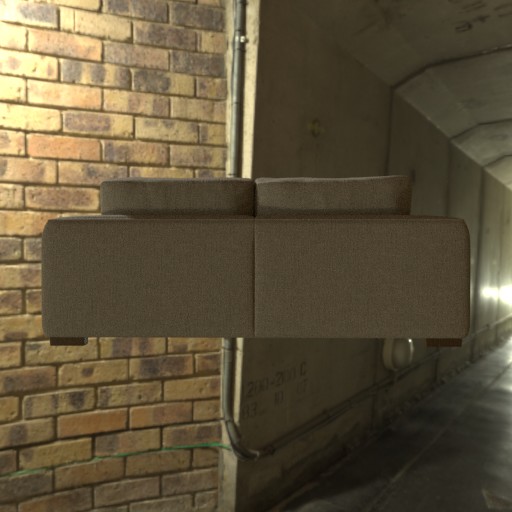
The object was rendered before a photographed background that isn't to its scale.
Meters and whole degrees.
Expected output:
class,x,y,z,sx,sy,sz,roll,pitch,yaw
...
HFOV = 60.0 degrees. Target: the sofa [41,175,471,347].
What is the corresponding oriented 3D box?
class,x,y,z,sx,sy,sz,roll,pitch,yaw
sofa,0.000,0.000,2.478,1.920,0.800,1.069,0,1,1
